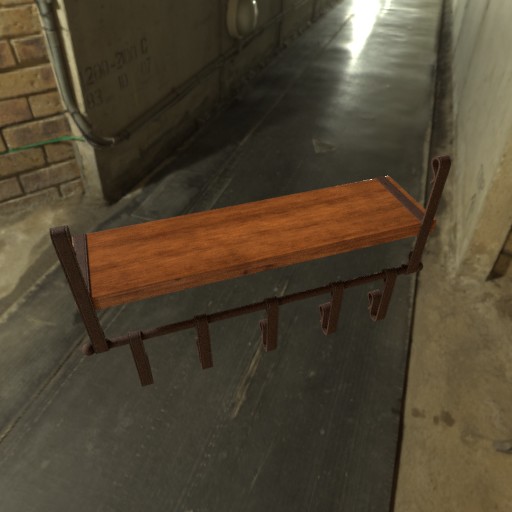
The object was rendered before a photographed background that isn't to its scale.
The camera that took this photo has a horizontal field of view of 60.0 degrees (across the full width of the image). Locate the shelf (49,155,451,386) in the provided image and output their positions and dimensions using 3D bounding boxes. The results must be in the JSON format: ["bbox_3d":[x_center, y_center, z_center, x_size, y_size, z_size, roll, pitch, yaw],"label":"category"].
[{"bbox_3d":[0.000,0.000,0.714,0.567,0.330,0.146,-13,43,-14],"label":"shelf"}]
